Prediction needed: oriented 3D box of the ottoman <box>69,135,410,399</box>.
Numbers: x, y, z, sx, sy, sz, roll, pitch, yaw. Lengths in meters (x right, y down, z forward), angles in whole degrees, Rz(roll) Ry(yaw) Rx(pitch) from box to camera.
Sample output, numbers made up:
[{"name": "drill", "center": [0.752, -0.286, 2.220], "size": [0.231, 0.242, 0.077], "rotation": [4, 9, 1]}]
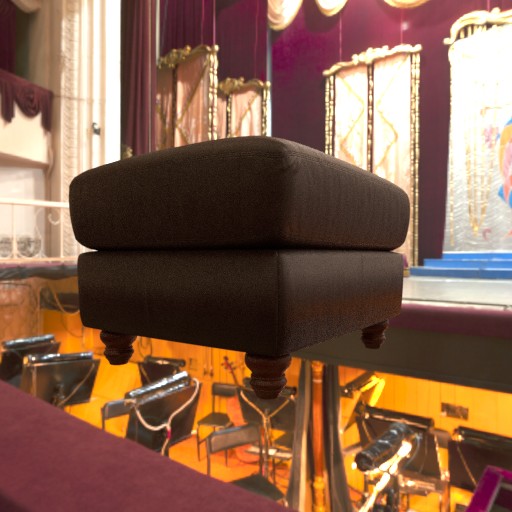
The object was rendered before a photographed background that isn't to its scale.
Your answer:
[{"name": "ottoman", "center": [0.000, 0.000, 1.277], "size": [0.670, 0.569, 0.806], "rotation": [0, 0, 35]}]
